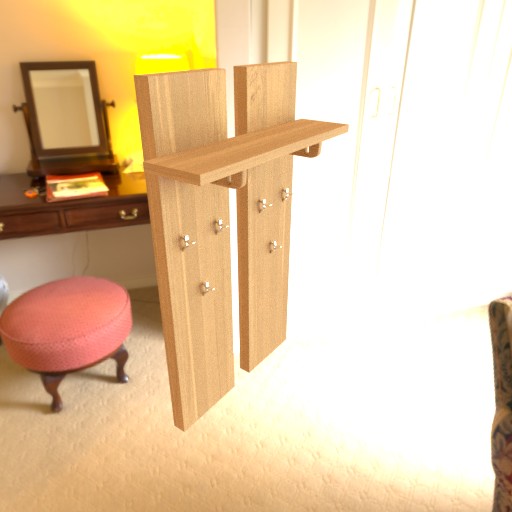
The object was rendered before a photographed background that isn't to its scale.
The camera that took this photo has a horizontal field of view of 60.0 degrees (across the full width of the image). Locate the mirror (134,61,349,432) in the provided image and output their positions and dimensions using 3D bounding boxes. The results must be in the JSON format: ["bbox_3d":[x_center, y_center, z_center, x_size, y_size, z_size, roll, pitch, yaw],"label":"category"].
[{"bbox_3d":[0.000,0.000,1.603,0.260,1.250,0.800,19,32,32],"label":"mirror"}]
